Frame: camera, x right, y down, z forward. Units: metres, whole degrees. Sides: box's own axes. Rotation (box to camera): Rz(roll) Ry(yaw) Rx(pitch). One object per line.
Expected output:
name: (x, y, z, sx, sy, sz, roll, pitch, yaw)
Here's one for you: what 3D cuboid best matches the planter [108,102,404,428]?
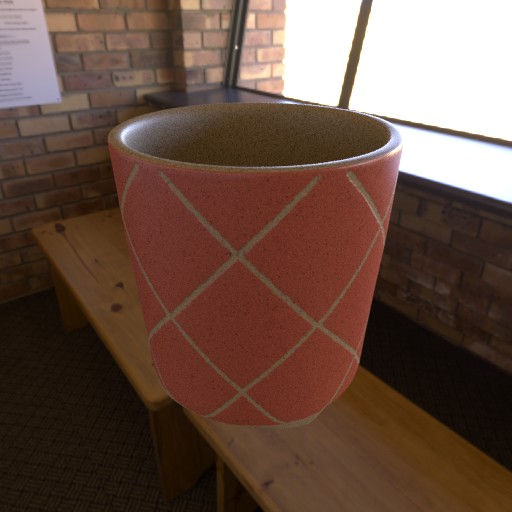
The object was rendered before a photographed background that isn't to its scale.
planter: (0.000, 0.000, 0.409, 0.227, 0.235, 0.227, 0, 29, 0)
